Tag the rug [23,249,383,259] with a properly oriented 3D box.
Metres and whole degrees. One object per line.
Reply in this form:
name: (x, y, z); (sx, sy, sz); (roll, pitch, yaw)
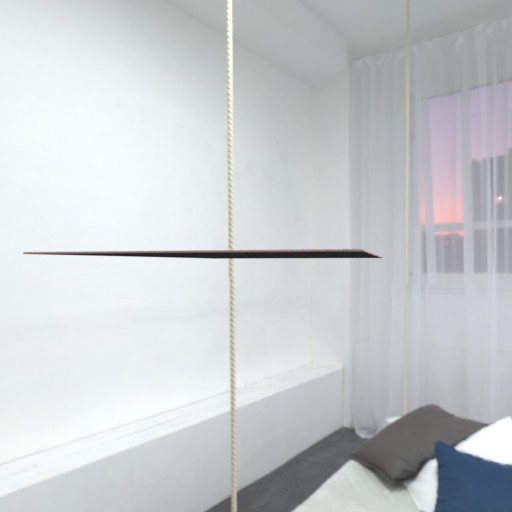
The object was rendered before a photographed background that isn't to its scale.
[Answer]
rug: (0.000, 0.000, 2.308); (1.219, 0.009, 1.829); (0, -1, 18)
